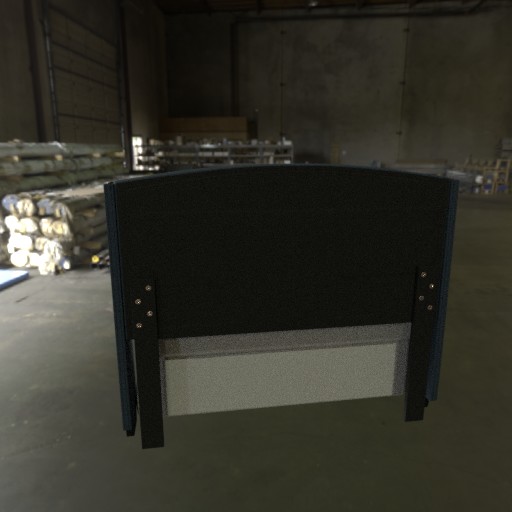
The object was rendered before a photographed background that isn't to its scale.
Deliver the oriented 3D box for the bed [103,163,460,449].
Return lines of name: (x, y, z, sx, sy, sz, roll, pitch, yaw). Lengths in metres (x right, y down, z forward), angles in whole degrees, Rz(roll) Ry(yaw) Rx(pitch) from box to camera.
bed: (0.000, 0.000, 3.261, 1.710, 1.407, 2.237, -2, 14, -9)
